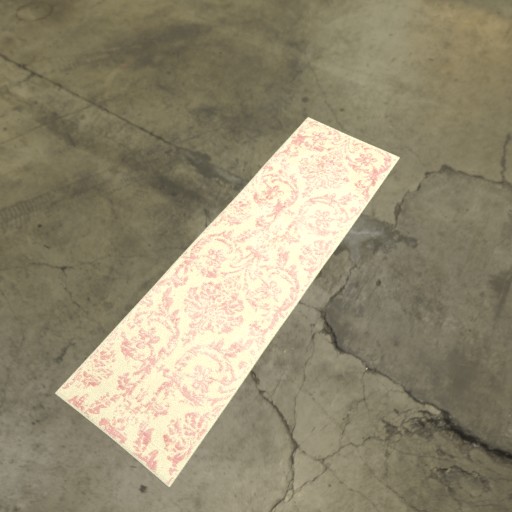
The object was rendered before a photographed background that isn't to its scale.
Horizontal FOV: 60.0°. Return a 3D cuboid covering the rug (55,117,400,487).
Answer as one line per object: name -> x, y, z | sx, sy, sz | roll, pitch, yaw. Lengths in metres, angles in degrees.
rug -> 0.000, 0.000, 2.348 | 0.662, 0.011, 2.196 | 30, 62, 18
